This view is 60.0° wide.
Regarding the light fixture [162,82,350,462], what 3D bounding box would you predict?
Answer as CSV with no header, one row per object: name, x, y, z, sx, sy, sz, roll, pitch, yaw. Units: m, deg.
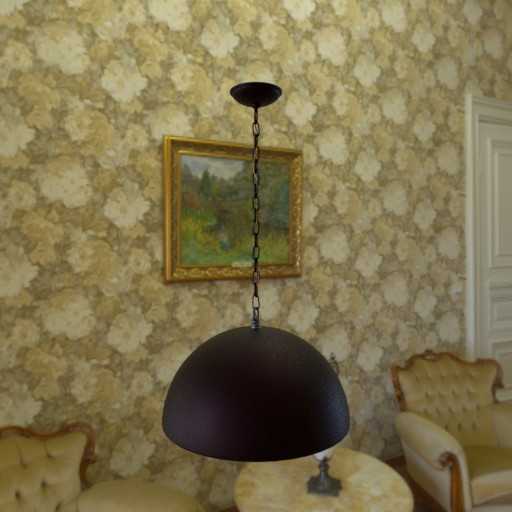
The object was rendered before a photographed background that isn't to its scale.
light fixture,0.000,0.000,1.178,0.492,0.869,0.492,0,1,17
